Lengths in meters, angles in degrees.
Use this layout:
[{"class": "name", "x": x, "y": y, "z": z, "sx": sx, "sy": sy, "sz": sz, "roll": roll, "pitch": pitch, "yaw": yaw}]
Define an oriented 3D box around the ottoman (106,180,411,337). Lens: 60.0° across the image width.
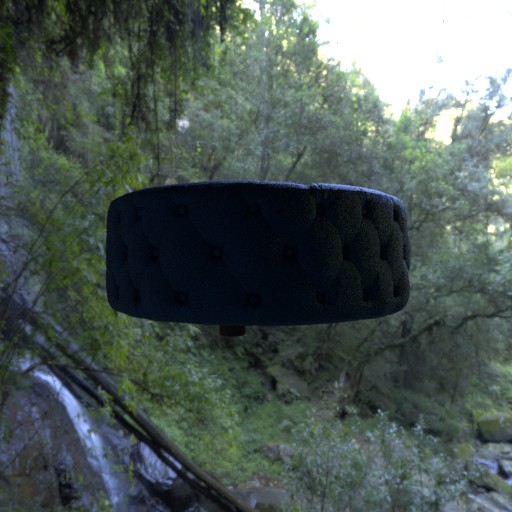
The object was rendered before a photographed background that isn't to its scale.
[{"class": "ottoman", "x": 0.000, "y": 0.000, "z": 1.533, "sx": 0.998, "sy": 0.398, "sz": 0.998, "roll": 0, "pitch": 0, "yaw": 0}]
